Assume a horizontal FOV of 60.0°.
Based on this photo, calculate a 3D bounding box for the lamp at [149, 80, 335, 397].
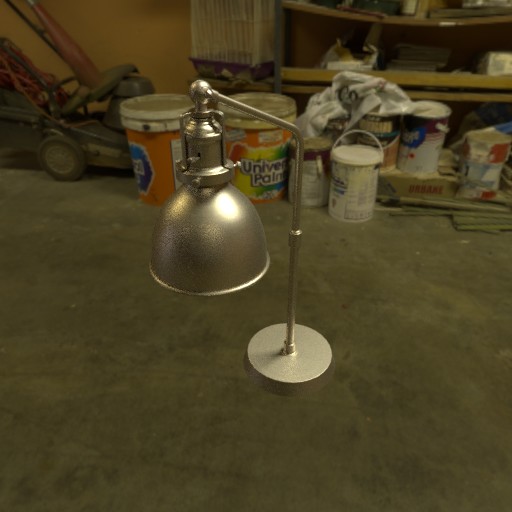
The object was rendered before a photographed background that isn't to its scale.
[{"bbox_3d":[0.000,0.000,0.593,0.286,0.456,0.153,-19,36,-28],"label":"lamp"}]
